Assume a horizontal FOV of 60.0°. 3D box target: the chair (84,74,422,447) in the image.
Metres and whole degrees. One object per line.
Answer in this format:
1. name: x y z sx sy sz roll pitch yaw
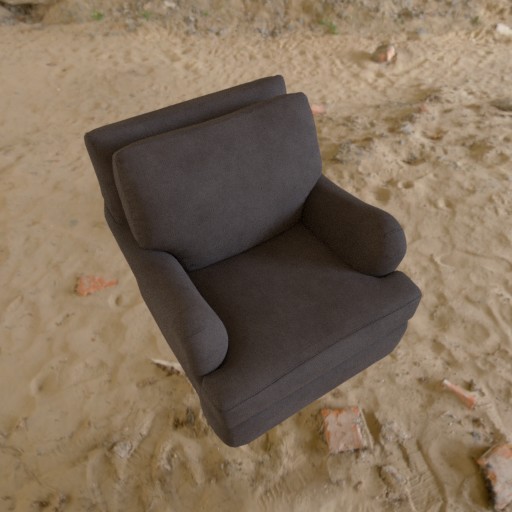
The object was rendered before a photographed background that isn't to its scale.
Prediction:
1. chair: 0.000 0.000 1.830 0.955 0.997 1.070 -25 53 -21
